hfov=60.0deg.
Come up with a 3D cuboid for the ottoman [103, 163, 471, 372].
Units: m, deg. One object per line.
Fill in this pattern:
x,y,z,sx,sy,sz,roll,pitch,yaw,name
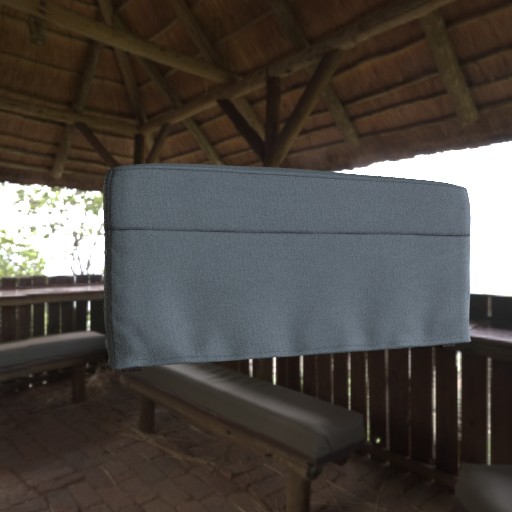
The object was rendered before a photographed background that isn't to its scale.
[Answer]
0.000,0.000,1.311,0.843,0.441,0.842,0,0,-18,ottoman
